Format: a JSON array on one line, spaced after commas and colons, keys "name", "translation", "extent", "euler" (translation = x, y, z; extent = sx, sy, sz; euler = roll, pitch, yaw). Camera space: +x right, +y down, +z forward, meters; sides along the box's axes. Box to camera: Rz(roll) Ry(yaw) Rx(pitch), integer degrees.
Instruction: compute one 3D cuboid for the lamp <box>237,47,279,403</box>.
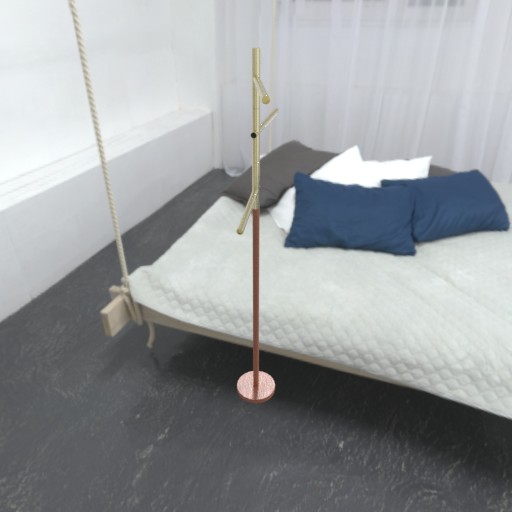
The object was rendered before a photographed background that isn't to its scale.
[{"name": "lamp", "translation": [0.000, 0.000, 1.996], "extent": [0.209, 1.704, 0.737], "euler": [0, 31, 1]}]
